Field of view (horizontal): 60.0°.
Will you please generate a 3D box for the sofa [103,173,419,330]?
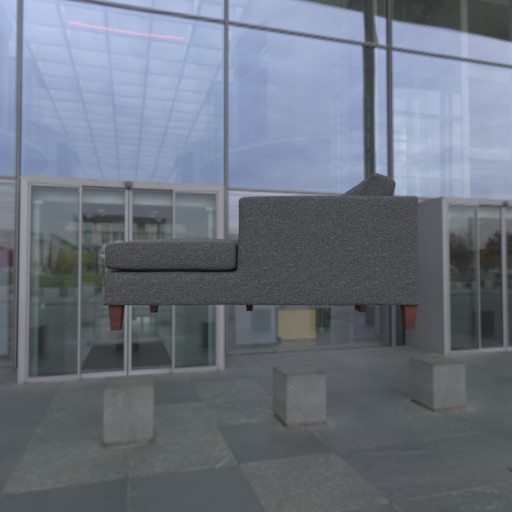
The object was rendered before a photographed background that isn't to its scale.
[{"bbox_3d":[0.000,0.000,3.827,1.625,0.846,3.186,0,-2,-1],"label":"sofa"}]
